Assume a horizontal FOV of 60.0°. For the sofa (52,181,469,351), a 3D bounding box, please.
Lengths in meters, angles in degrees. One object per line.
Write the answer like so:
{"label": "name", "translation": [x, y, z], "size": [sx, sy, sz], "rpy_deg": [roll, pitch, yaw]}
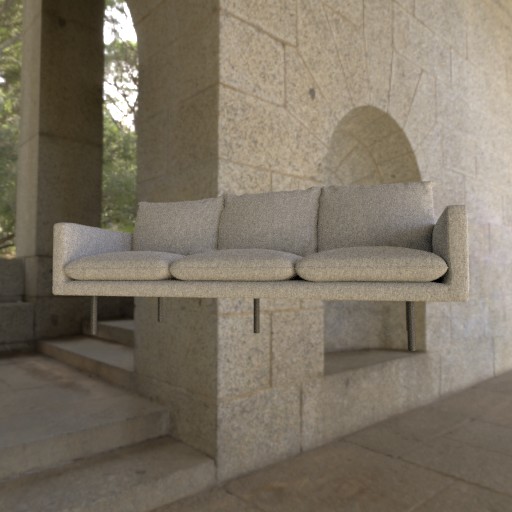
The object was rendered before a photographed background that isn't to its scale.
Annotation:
{"label": "sofa", "translation": [0.000, 0.000, 2.395], "size": [2.000, 0.830, 0.850], "rpy_deg": [-1, -3, 18]}
